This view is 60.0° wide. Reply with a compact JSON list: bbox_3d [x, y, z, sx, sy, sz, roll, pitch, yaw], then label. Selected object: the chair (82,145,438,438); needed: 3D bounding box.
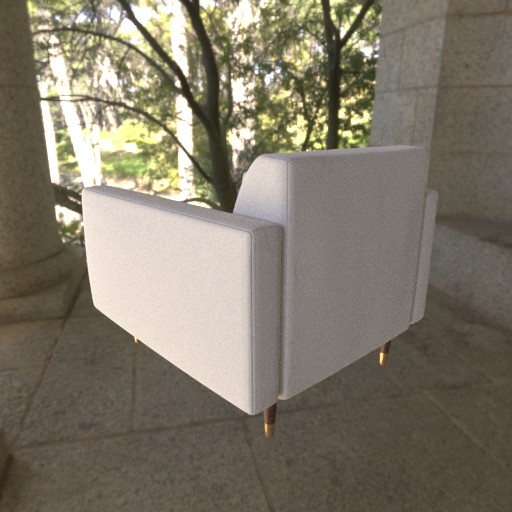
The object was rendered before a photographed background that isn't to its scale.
[{"bbox_3d":[0.000,0.000,1.675,0.953,0.819,0.998,-15,22,-40],"label":"chair"}]
